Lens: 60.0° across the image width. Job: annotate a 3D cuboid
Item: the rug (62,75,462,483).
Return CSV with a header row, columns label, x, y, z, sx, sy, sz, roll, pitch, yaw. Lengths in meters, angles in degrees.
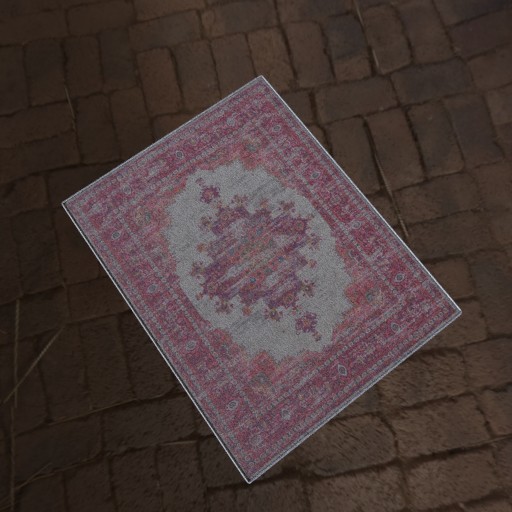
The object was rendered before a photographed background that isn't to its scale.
label,x,y,z,sx,sy,sz,roll,pitch,yaw
rug,0.000,0.000,4.208,2.447,0.017,3.123,-35,79,-8
